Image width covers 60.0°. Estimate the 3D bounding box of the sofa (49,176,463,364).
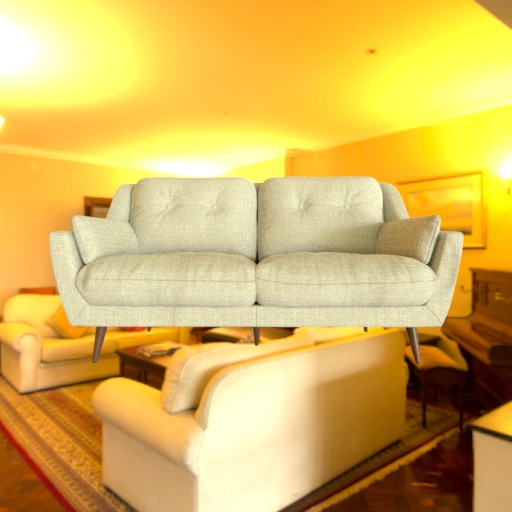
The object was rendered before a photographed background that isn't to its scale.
[{"bbox_3d":[0.000,0.000,2.180,1.652,0.888,0.965,0,0,1],"label":"sofa"}]
